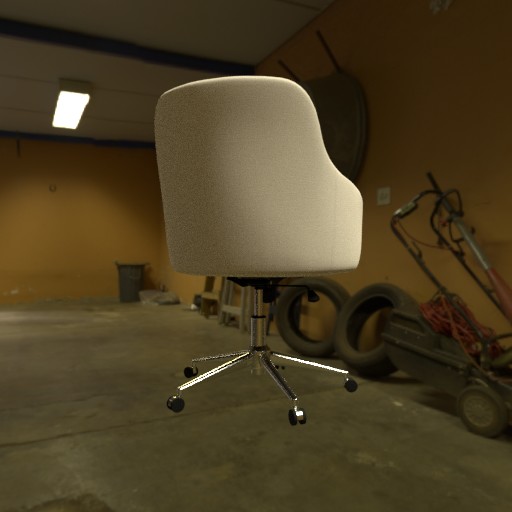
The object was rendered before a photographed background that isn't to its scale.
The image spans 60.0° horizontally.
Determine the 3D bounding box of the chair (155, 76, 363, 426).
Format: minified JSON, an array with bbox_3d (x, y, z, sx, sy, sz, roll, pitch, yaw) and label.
[{"bbox_3d":[0.000,0.000,1.314,0.602,0.819,0.647,0,0,17],"label":"chair"}]
